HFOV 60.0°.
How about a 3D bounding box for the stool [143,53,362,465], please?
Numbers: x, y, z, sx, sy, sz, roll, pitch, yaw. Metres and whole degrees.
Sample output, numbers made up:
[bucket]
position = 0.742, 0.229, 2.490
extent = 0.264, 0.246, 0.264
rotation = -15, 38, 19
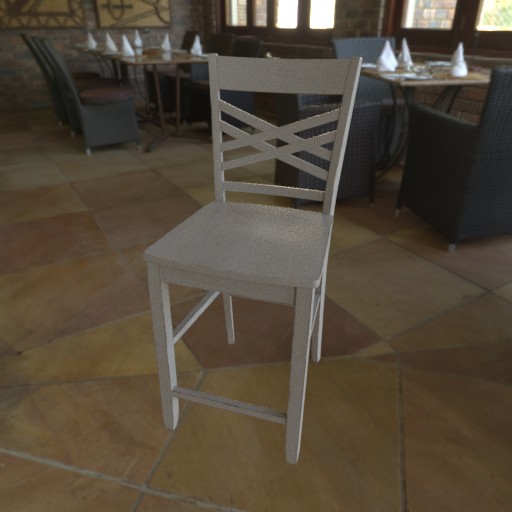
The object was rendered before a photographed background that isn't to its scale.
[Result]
[stool]
position = 0.000, 0.000, 1.336
extent = 0.462, 1.079, 0.539
rotation = 9, 29, 16
